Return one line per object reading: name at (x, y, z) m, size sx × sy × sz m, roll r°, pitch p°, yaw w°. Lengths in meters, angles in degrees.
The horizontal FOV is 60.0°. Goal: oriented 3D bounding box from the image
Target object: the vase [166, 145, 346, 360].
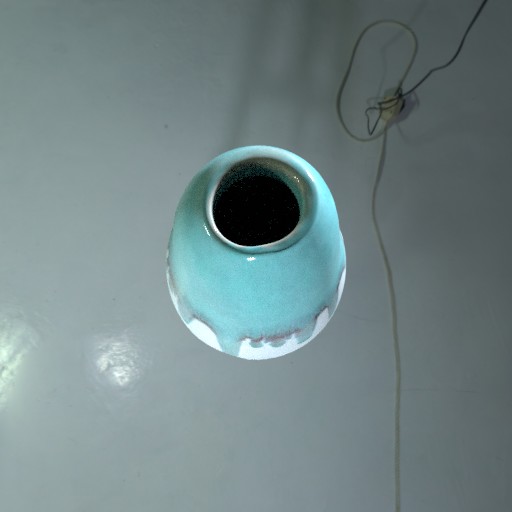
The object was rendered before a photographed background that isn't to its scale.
vase at (0.000, 0.000, 0.256) m, size 0.116 × 0.179 × 0.116 m, roll 0°, pitch 77°, yaw 0°
